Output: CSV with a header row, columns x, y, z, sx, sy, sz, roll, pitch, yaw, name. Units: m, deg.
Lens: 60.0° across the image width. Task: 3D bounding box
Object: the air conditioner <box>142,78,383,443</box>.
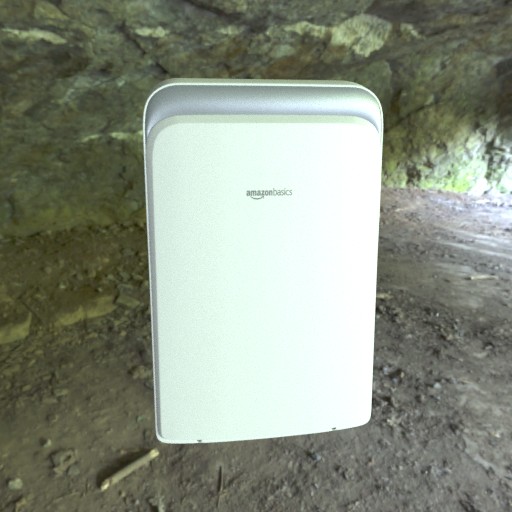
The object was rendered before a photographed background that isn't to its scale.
x,y,z,sx,sy,sz,roll,pitch,yaw,name
0.000,0.000,0.935,0.454,0.700,0.365,-2,16,-8,air conditioner
